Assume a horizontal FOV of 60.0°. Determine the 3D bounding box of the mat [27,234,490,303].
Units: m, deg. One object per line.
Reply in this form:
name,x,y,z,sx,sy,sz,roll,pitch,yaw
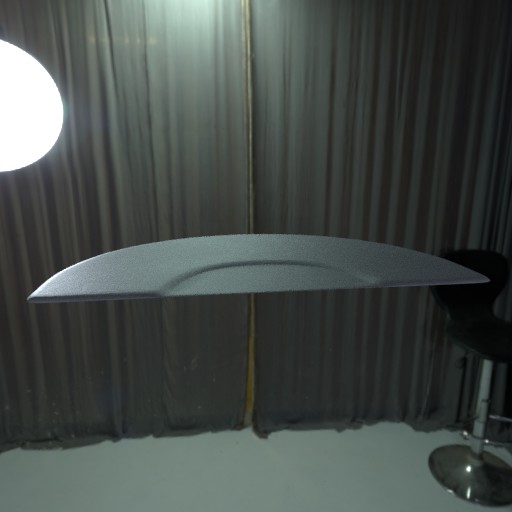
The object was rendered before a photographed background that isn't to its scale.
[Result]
mat,0.000,0.000,1.847,1.525,0.016,0.917,-2,14,-8
